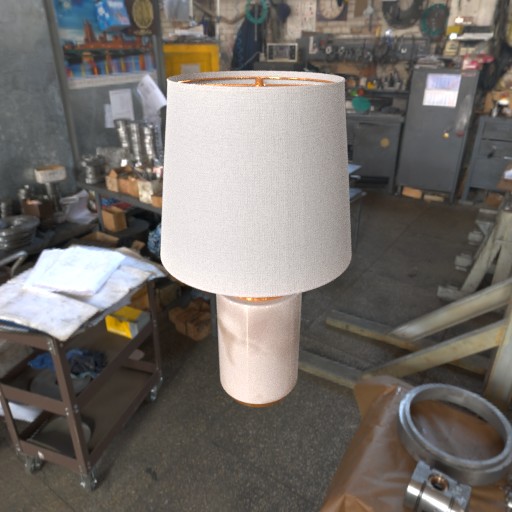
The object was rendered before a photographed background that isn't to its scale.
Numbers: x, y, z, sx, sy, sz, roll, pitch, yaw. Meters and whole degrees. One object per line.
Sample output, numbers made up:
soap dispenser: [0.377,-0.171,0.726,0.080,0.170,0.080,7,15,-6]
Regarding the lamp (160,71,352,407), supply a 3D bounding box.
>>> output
lamp: [0.000,0.000,0.453,0.189,0.340,0.189,0,27,0]
